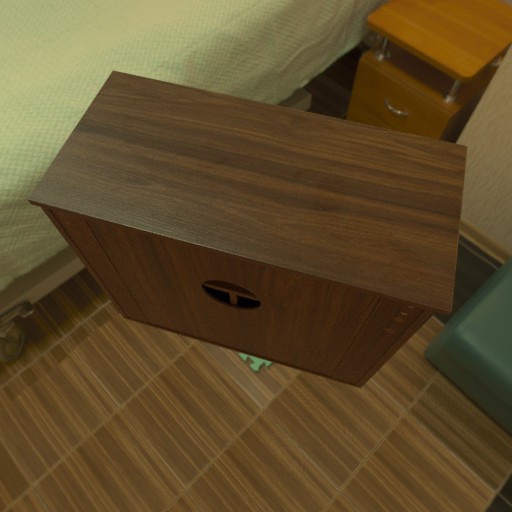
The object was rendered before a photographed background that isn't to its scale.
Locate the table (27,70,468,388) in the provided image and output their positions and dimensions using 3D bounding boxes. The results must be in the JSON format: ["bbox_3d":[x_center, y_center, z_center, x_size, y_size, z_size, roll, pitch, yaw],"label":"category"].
[{"bbox_3d":[0.000,0.000,1.205,0.802,0.725,0.390,15,63,8],"label":"table"}]
